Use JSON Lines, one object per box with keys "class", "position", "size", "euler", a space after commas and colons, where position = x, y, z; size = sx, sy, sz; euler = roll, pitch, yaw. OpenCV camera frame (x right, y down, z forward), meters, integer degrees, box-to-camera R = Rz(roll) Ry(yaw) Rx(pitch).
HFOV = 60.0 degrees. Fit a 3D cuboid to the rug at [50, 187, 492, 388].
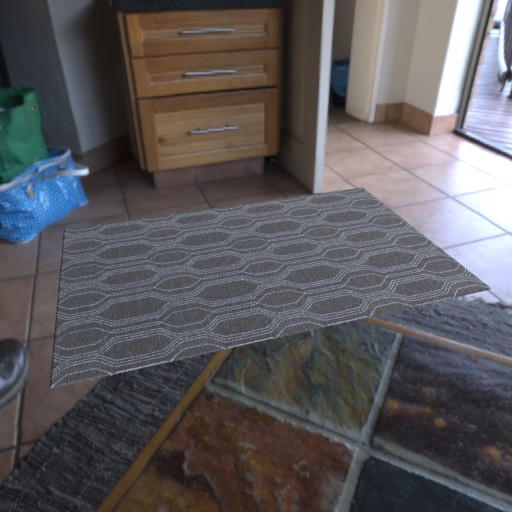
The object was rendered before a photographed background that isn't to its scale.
{"class": "rug", "position": [0.000, 0.000, 2.938], "size": [2.457, 0.012, 1.541], "euler": [-10, 34, -15]}
